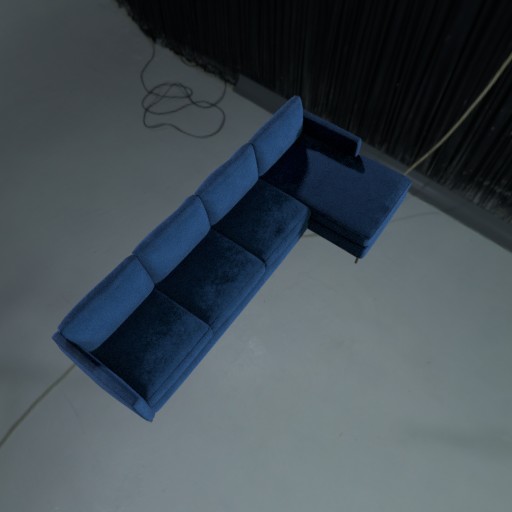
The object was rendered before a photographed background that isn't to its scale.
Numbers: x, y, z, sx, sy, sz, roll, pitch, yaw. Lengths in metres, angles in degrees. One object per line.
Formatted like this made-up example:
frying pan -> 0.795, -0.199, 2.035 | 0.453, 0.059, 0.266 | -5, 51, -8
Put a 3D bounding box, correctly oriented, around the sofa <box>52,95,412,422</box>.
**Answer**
sofa -> 0.000, 0.000, 3.549 | 1.350, 0.810, 2.932 | 33, 65, 18
